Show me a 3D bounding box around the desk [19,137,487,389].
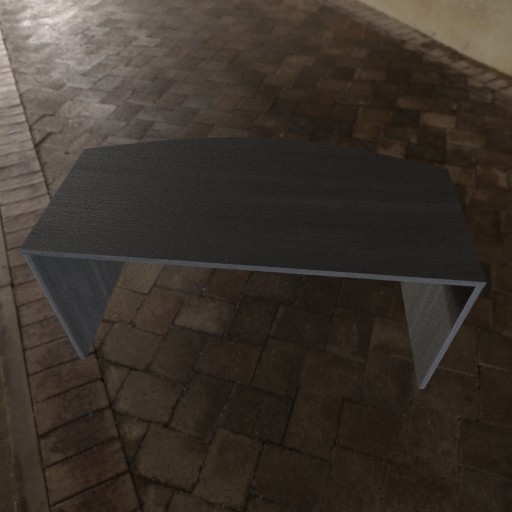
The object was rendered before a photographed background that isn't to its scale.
[{"bbox_3d":[0.000,0.000,2.055,1.600,0.750,0.802,4,47,4],"label":"desk"}]
